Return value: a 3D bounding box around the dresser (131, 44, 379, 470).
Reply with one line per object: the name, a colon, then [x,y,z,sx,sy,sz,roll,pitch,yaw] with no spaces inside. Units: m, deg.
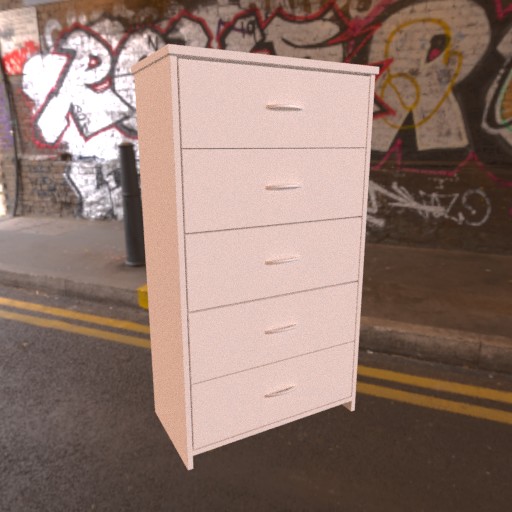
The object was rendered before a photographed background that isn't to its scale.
dresser: [0.000,0.000,1.577,0.704,1.255,0.399,-8,16,-28]
